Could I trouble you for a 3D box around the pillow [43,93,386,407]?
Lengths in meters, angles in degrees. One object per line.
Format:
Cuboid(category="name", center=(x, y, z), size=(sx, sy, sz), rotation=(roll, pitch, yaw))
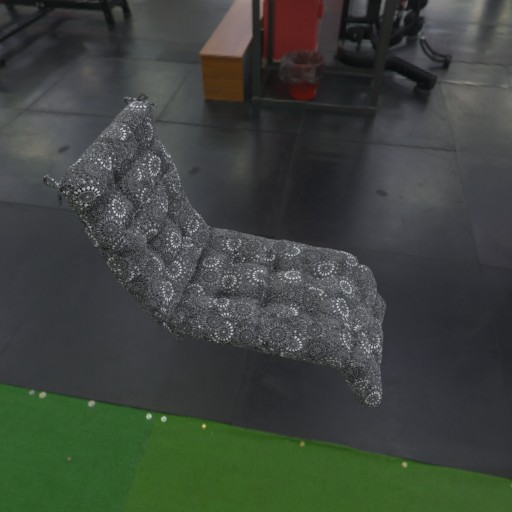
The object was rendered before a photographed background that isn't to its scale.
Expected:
Cuboid(category="pillow", center=(0.000, 0.000, 1.516), size=(1.016, 0.863, 0.526), rotation=(10, 47, 9))
